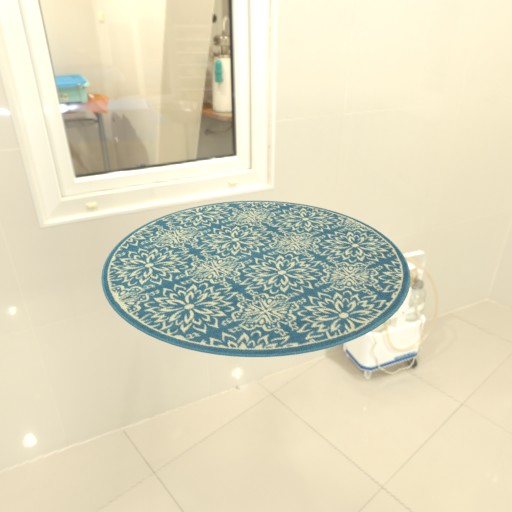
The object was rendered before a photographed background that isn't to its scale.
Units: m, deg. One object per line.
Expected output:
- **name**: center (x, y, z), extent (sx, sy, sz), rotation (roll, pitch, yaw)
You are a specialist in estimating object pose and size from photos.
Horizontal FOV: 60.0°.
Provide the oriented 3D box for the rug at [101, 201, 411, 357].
- **rug**: center (0.000, 0.000, 2.388), extent (1.593, 0.012, 1.593), rotation (0, 29, 0)
